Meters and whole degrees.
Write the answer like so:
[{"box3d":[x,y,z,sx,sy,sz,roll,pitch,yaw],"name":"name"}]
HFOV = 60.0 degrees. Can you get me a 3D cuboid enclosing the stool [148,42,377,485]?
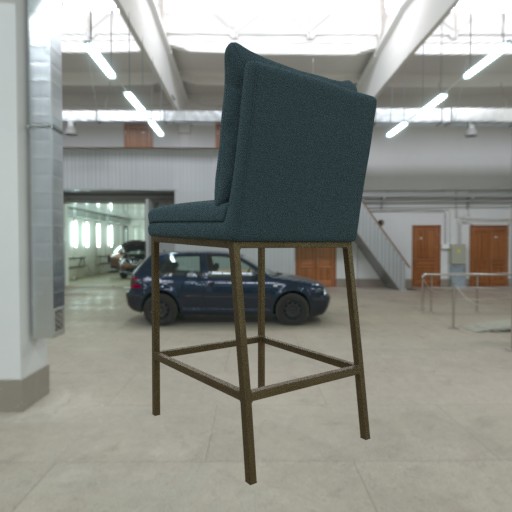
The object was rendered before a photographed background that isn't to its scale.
[{"box3d":[0.000,0.000,1.338,0.463,1.032,0.568,-1,2,-36],"name":"stool"}]
